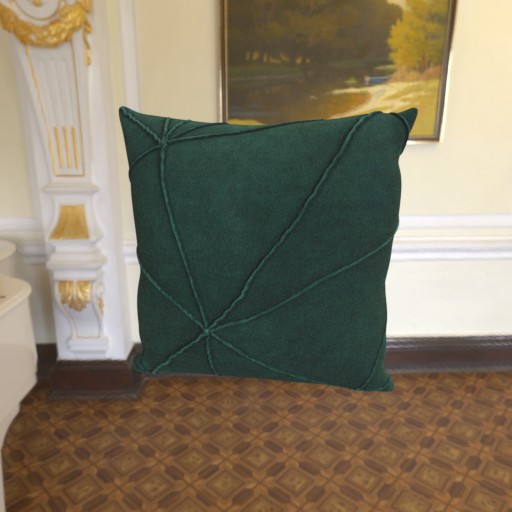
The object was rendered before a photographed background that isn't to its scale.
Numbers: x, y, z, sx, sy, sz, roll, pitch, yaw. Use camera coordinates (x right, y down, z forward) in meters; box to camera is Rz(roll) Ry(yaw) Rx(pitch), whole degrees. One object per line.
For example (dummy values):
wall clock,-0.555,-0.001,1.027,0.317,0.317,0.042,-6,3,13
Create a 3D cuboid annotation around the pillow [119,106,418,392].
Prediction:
pillow,0.000,0.000,0.677,0.439,0.440,0.184,3,15,10
